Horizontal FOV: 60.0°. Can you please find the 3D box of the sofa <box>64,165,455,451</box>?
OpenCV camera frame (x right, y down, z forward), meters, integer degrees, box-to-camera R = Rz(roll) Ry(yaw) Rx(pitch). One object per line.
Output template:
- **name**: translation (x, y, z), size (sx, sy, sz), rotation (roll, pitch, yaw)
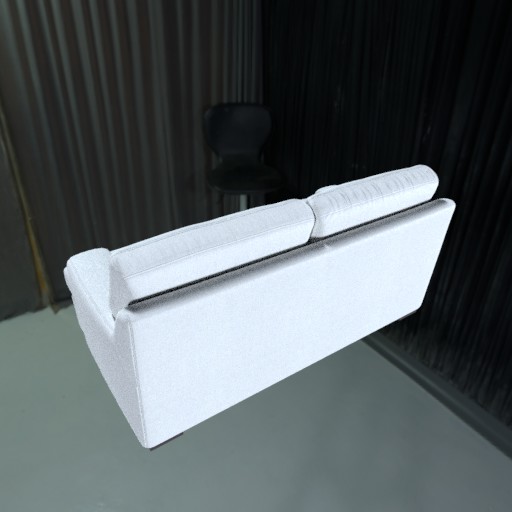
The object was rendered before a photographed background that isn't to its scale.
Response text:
- **sofa**: translation (0.000, 0.000, 2.441), size (1.880, 0.940, 1.143), rotation (-19, 34, -30)
